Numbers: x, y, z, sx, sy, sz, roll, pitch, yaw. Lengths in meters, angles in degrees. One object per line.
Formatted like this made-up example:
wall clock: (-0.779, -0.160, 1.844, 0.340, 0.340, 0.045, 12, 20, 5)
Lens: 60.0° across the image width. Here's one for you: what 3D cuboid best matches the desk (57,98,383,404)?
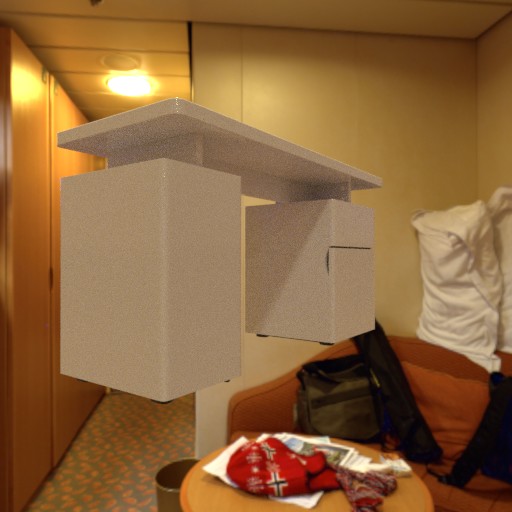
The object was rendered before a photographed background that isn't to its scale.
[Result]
desk: (0.000, 0.000, 1.789, 0.550, 0.762, 1.400, 0, 0, 36)
